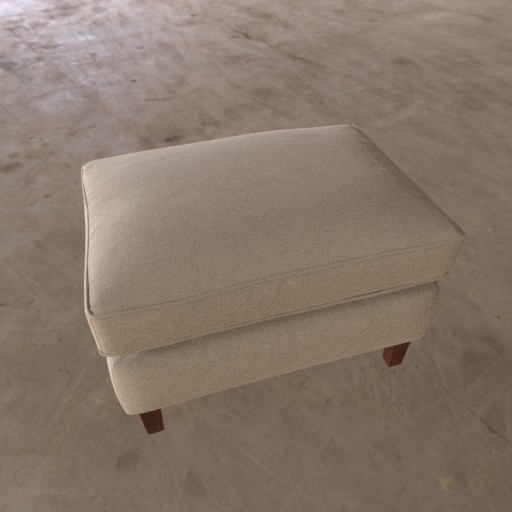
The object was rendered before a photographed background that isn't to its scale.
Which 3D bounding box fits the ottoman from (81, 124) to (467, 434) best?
[{"bbox_3d":[0.000,0.000,0.974,0.665,0.456,0.501,-11,43,-12],"label":"ottoman"}]
